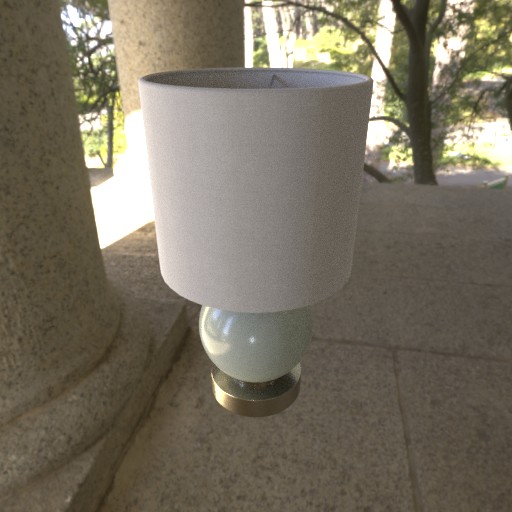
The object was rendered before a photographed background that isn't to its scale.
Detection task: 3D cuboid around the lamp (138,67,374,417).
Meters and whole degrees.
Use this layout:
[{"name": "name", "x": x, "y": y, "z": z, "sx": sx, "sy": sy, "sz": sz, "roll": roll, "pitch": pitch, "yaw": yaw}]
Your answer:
[{"name": "lamp", "x": 0.000, "y": 0.000, "z": 0.467, "sx": 0.201, "sy": 0.353, "sz": 0.201, "roll": -9, "pitch": 28, "yaw": -17}]
